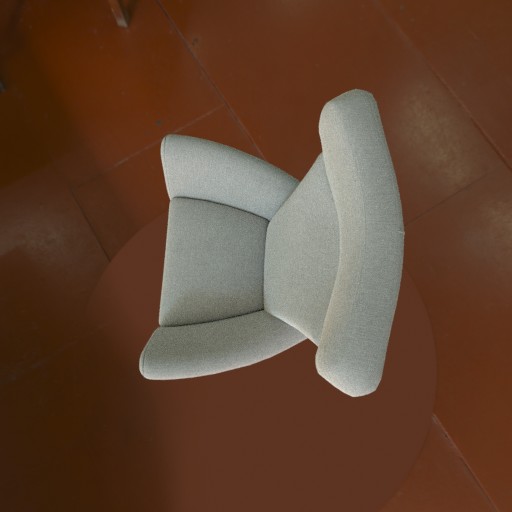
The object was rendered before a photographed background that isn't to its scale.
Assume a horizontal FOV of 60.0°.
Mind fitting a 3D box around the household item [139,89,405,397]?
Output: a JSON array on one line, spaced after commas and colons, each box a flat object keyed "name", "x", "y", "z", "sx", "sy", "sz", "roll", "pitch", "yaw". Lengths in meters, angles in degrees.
[{"name": "household item", "x": 0.000, "y": 0.000, "z": 1.767, "sx": 0.900, "sy": 1.050, "sz": 0.980, "roll": 2, "pitch": 77, "yaw": 1}]
